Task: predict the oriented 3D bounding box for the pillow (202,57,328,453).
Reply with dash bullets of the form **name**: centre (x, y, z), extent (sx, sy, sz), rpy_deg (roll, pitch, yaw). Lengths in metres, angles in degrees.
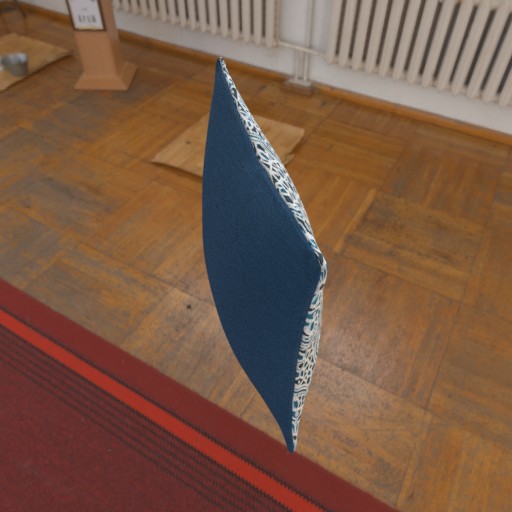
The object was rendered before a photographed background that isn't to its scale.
- **pillow**: centre (0.000, 0.000, 0.664), extent (0.145, 0.420, 0.440), rpy_deg (-11, 47, -10)
